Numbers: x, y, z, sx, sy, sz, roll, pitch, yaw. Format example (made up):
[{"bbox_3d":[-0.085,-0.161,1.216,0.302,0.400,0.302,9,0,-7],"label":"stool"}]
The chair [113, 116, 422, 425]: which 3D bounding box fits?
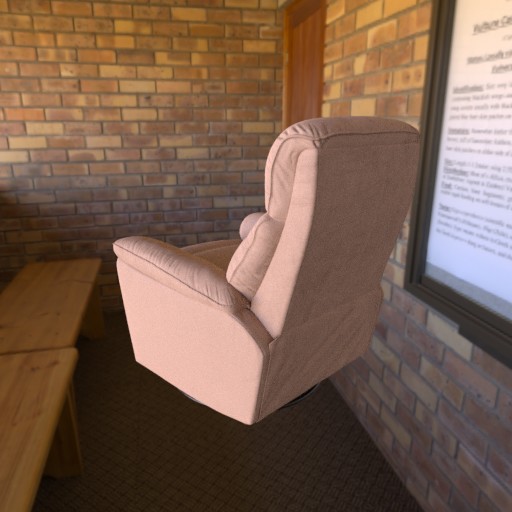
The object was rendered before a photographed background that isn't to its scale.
[{"bbox_3d":[0.000,0.000,1.738,0.820,1.037,1.004,-16,23,-43],"label":"chair"}]
